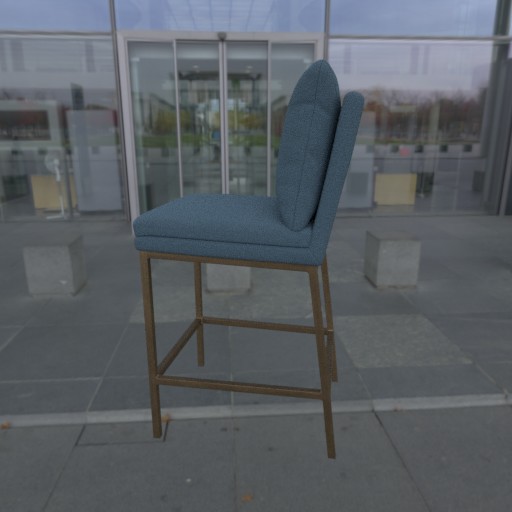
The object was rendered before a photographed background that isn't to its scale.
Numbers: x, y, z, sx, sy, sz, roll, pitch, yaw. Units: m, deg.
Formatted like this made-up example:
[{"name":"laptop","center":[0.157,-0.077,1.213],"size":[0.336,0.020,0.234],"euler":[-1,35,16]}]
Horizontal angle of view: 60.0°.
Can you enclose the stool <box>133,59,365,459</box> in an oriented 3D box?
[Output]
[{"name":"stool","center":[0.000,0.000,1.340],"size":[0.568,1.032,0.463],"euler":[3,16,11]}]
